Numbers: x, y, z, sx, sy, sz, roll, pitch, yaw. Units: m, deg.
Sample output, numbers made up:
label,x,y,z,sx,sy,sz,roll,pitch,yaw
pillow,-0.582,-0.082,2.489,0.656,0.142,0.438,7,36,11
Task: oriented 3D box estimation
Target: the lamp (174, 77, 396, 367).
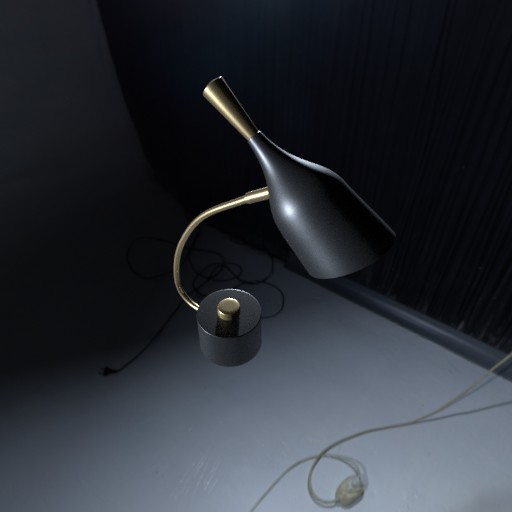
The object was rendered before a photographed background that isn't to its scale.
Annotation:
label,x,y,z,sx,sy,sz,roll,pitch,yaw
lamp,0.000,0.000,0.613,0.352,0.464,0.110,26,48,26
